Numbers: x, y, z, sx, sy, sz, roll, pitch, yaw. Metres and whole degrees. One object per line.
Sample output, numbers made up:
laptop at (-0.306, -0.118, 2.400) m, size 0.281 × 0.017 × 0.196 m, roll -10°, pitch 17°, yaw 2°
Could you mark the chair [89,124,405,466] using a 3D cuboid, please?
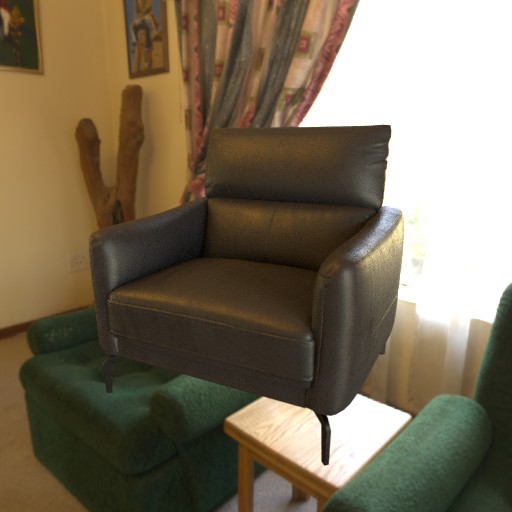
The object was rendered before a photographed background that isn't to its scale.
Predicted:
chair at (0.000, 0.000, 1.638) m, size 0.976 × 0.949 × 0.809 m, roll 7°, pitch 16°, yaw 26°
